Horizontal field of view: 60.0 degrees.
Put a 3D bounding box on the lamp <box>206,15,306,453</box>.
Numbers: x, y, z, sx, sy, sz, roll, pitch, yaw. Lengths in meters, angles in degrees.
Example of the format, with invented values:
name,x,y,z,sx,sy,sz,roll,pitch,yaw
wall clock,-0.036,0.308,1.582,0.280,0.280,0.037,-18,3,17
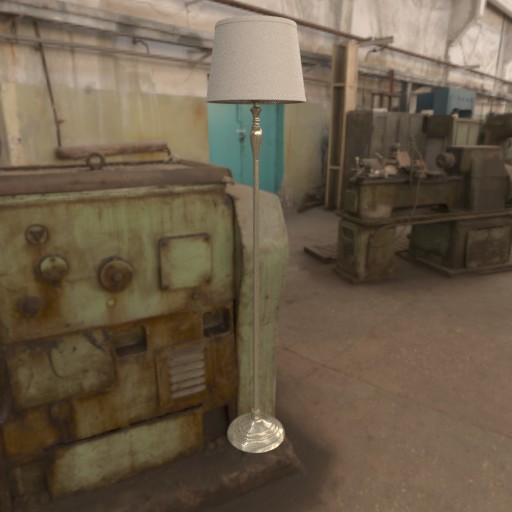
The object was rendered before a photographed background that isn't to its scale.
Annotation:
name,x,y,z,sx,sy,sz,roll,pitch,yaw
lamp,0.000,0.000,1.600,0.327,1.506,0.327,15,22,42
